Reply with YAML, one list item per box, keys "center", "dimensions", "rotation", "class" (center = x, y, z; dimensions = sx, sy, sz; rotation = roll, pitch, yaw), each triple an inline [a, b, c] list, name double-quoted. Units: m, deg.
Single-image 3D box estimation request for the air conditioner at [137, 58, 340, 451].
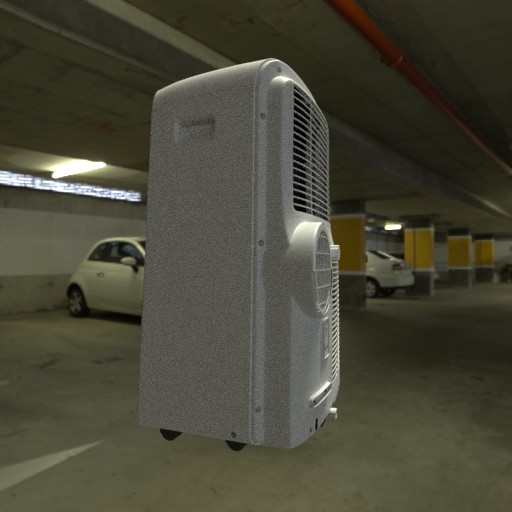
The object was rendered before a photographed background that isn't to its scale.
- center: [0.000, 0.000, 0.970]
  dimensions: [0.365, 0.700, 0.454]
  rotation: [0, -1, 20]
  class: "air conditioner"
